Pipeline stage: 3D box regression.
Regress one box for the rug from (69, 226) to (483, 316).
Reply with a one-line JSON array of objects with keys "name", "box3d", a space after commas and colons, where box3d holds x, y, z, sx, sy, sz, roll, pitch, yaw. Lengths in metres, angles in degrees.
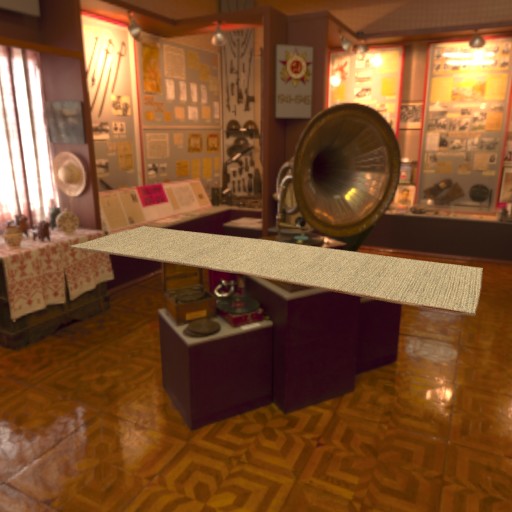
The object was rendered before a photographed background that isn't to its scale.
[{"name": "rug", "box3d": [0.000, 0.000, 2.540, 2.320, 0.032, 0.692, 8, 17, 27]}]
